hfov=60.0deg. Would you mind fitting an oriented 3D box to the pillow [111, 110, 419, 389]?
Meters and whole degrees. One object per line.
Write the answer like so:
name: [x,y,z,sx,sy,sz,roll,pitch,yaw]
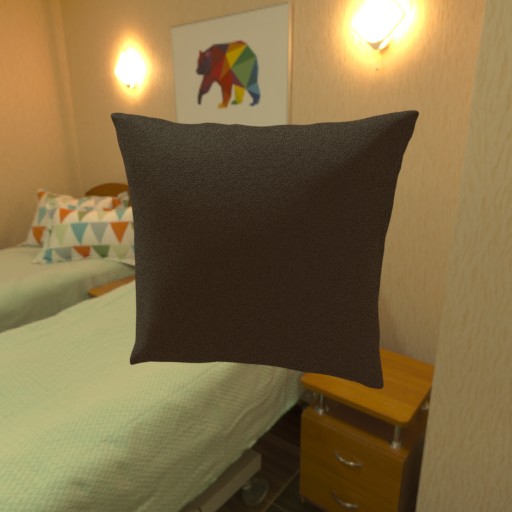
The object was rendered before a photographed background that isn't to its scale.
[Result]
pillow: [0.000,0.000,0.704,0.452,0.439,0.204,3,17,8]
